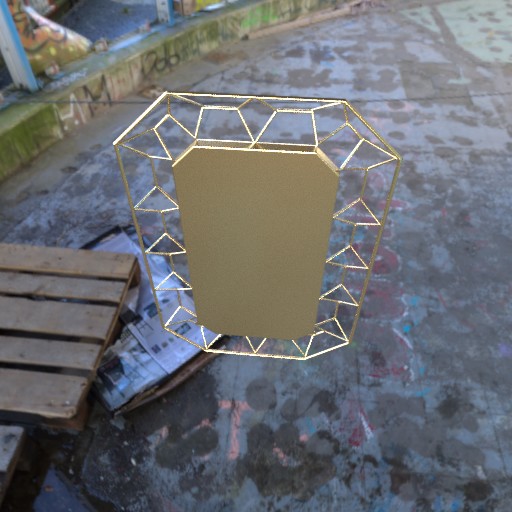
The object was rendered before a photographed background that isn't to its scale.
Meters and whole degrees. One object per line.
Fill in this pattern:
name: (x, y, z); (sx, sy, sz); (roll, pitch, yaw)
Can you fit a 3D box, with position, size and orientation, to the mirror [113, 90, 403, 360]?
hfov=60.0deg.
mirror: (0.000, 0.000, 1.115); (0.572, 0.870, 0.051); (4, 46, 4)
